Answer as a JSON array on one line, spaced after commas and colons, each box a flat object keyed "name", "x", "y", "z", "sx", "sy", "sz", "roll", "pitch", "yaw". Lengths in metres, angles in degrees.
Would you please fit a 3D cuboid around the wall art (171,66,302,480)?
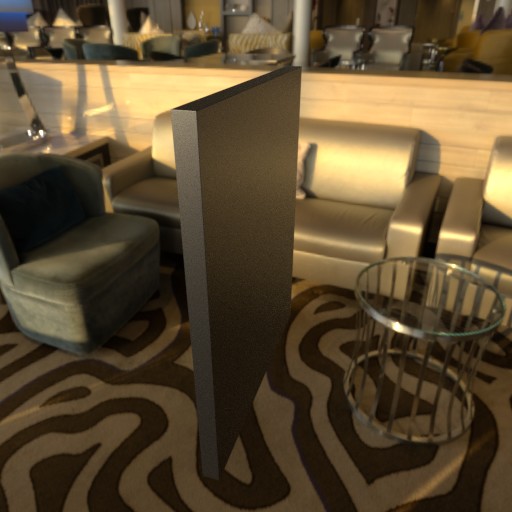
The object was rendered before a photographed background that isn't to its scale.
[{"name": "wall art", "x": 0.000, "y": 0.000, "z": 0.754, "sx": 0.028, "sy": 0.557, "sz": 0.457, "roll": 9, "pitch": 30, "yaw": 16}]
